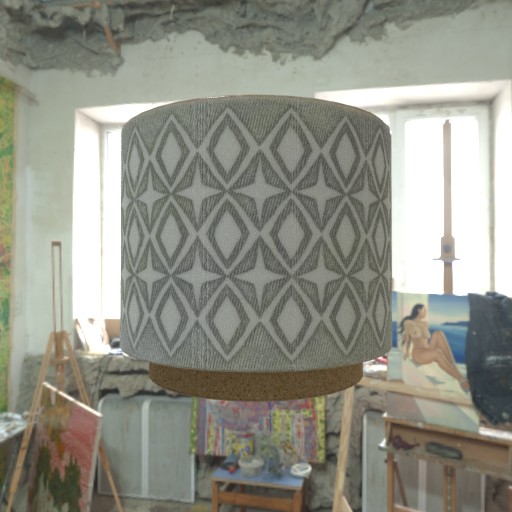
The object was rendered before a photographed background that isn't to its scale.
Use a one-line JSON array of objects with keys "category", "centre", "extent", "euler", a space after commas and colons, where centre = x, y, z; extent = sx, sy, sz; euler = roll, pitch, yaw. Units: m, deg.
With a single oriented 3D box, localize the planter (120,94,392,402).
[{"category": "planter", "centre": [0.000, 0.000, 0.434], "extent": [0.255, 0.223, 0.255], "euler": [0, -1, 0]}]
